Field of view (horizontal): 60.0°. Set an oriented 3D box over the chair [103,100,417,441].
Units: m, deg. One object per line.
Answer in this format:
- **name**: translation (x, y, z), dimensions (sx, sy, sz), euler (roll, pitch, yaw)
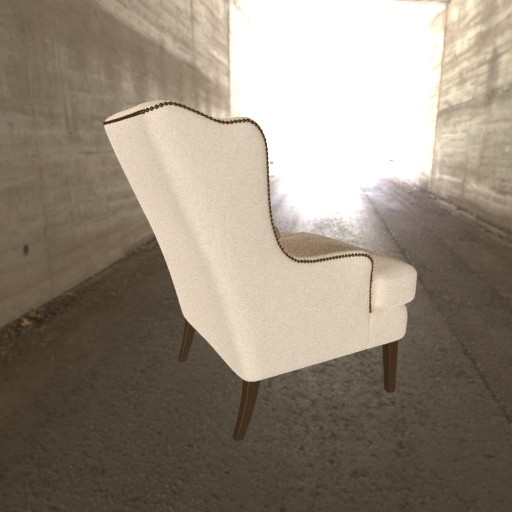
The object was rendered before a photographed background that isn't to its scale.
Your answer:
- **chair**: translation (0.000, 0.000, 1.654), dimensions (0.940, 1.029, 0.737), euler (-7, 15, -26)
